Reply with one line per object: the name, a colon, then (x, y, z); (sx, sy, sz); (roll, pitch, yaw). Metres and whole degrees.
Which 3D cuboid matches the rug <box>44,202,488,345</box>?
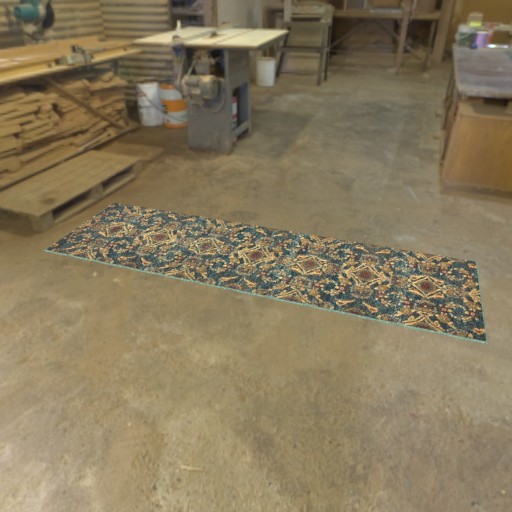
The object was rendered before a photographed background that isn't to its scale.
rug: (0.000, 0.000, 2.444); (2.292, 0.014, 0.685); (10, 33, 16)
